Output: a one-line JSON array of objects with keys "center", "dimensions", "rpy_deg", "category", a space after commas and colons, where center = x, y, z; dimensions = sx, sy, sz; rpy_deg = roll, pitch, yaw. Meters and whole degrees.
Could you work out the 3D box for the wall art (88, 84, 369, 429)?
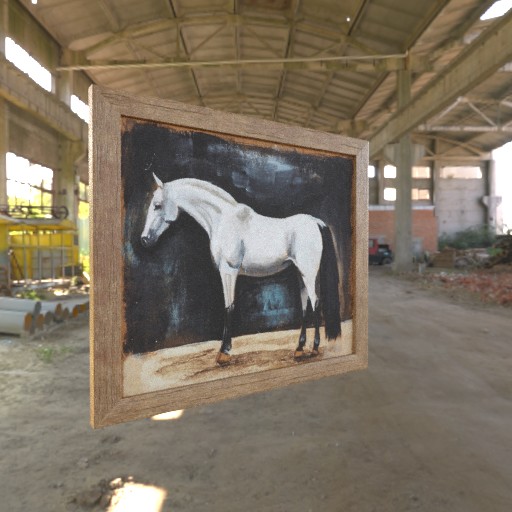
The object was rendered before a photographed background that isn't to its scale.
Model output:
[{"center": [0.000, 0.000, 0.959], "dimensions": [0.690, 0.588, 0.026], "rpy_deg": [-1, 1, -35], "category": "wall art"}]
